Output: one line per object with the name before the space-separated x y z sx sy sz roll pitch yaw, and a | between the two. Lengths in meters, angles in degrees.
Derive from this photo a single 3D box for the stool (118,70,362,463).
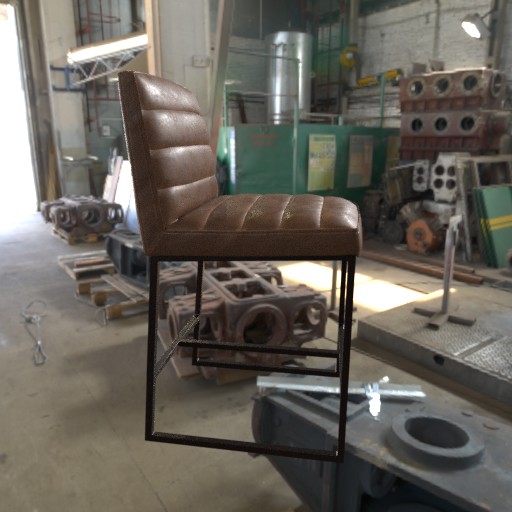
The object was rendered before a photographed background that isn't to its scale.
stool | 0.000 0.000 1.244 0.562 0.942 0.463 2 15 9
